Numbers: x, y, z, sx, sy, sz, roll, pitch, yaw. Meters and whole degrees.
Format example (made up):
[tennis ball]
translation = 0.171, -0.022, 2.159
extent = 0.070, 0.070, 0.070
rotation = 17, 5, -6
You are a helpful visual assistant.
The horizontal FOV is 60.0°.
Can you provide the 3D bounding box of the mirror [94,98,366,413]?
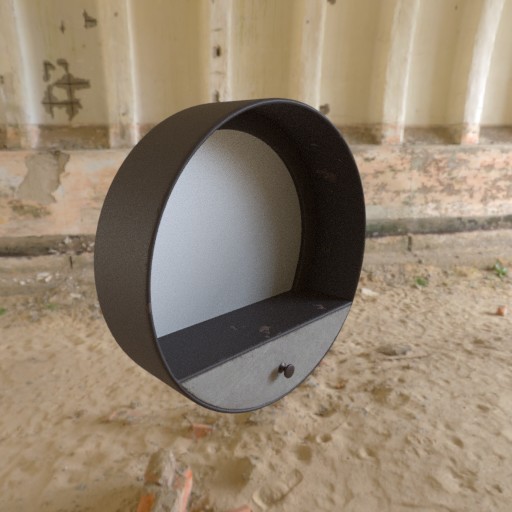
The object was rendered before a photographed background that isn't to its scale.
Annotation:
[mirror]
translation = 0.000, 0.000, 0.580
extent = 0.126, 0.386, 0.386
rotation = 14, 21, 43
